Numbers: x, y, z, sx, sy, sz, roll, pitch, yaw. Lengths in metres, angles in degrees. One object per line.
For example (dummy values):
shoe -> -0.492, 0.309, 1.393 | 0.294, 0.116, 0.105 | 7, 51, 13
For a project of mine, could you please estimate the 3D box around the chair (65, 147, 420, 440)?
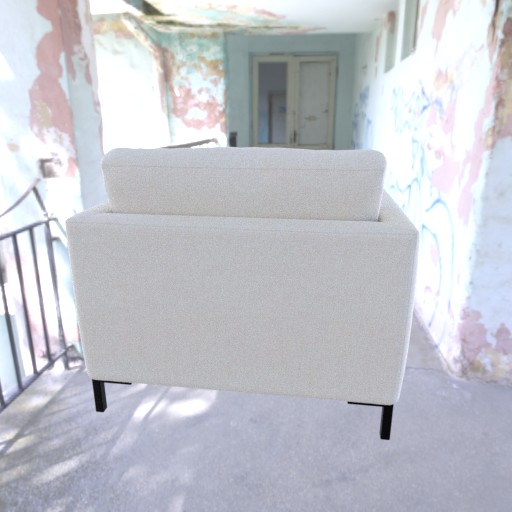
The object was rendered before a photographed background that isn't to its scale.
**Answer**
chair -> 0.000, 0.000, 1.605 | 0.964, 0.806, 0.875 | 3, 18, 8
